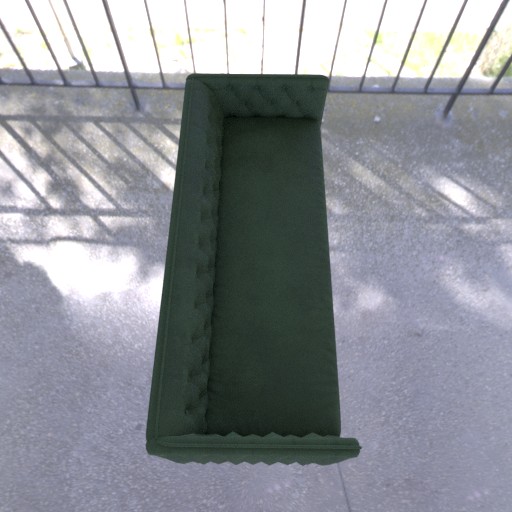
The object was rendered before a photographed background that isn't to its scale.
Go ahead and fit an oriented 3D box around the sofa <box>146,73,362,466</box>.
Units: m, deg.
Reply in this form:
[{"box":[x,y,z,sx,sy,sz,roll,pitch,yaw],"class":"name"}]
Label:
[{"box":[0.000,0.000,2.594,0.895,0.771,2.209,1,64,0],"class":"sofa"}]
